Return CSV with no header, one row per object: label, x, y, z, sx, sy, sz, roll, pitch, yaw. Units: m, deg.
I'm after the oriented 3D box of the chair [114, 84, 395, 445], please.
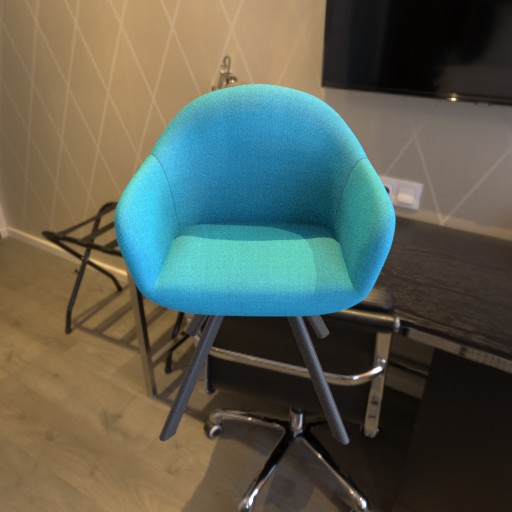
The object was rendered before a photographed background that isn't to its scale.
chair,0.000,0.000,1.183,0.590,0.795,0.550,1,30,1
